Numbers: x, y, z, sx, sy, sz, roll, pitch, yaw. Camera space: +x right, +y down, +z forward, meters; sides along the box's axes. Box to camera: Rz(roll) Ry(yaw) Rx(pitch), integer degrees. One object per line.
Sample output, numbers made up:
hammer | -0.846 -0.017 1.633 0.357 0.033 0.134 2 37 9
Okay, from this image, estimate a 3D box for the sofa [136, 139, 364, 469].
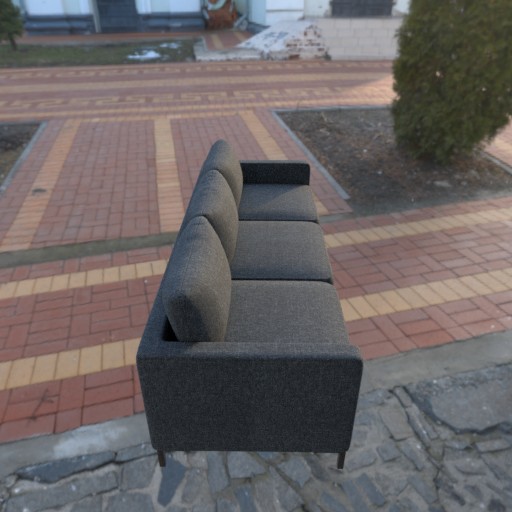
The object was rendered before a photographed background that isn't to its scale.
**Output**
sofa | 0.000 0.000 2.657 0.859 0.874 2.218 0 31 1
